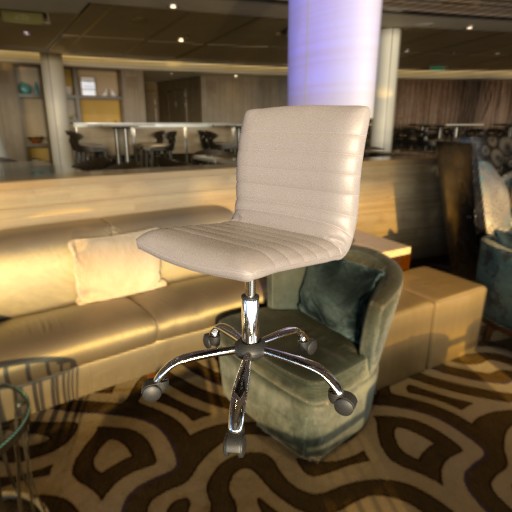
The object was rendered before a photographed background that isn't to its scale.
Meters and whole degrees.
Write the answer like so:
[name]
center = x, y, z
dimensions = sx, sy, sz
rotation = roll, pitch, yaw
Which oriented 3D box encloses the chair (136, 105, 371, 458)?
[chair]
center = 0.000, 0.000, 1.146
dimensions = 0.569, 0.750, 0.542
rotation = 15, 22, 41
